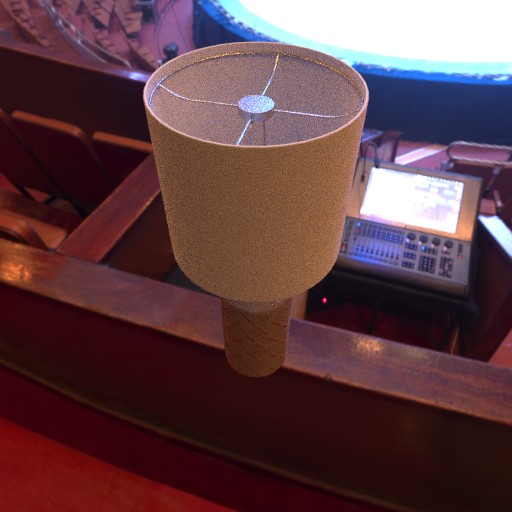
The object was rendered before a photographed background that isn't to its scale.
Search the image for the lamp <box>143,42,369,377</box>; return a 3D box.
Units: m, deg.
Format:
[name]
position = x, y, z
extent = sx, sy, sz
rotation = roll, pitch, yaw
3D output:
[lamp]
position = 0.000, 0.000, 0.578
extent = 0.207, 0.461, 0.207
rotation = 10, 47, 10
